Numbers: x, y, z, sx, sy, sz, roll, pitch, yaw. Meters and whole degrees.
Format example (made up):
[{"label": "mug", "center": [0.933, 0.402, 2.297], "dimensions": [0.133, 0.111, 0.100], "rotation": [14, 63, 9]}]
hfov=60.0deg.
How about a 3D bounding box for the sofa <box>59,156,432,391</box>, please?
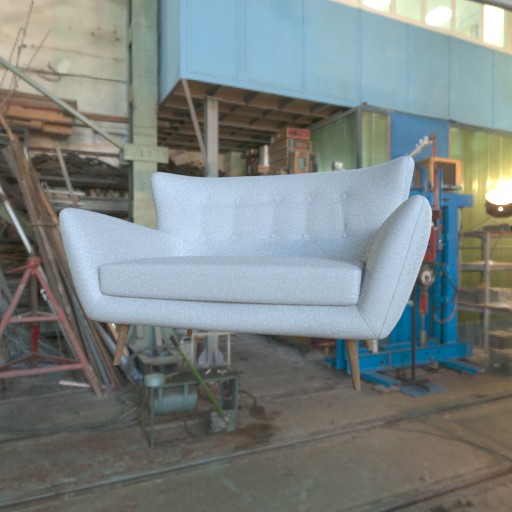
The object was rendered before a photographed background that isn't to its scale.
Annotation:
[{"label": "sofa", "center": [0.000, 0.000, 1.967], "dimensions": [1.424, 0.878, 0.921], "rotation": [0, 1, 19]}]
